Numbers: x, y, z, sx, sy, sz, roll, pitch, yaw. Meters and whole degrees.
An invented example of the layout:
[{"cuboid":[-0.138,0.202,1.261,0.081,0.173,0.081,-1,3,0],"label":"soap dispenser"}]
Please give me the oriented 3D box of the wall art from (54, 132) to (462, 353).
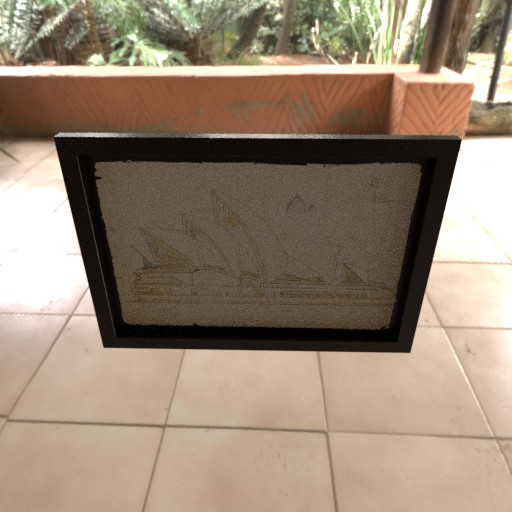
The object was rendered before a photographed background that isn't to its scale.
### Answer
[{"cuboid":[0.000,0.000,0.841,0.657,0.458,0.027,1,31,1],"label":"wall art"}]
